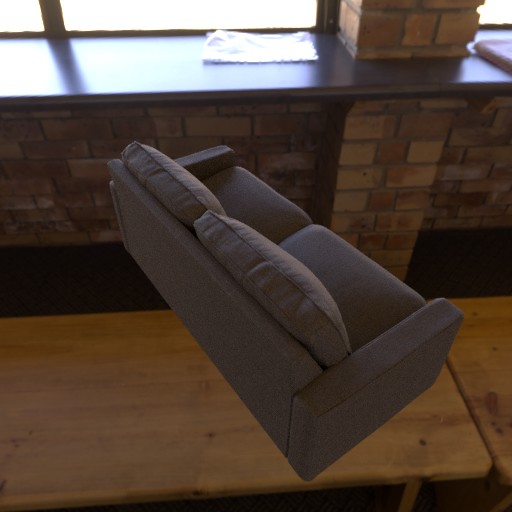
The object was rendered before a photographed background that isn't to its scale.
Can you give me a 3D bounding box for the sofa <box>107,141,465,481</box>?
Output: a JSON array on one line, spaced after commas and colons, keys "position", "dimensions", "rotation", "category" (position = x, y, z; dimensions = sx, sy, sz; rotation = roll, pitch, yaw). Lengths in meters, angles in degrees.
[{"position": [0.000, 0.000, 2.531], "dimensions": [0.940, 0.919, 2.080], "rotation": [-25, 46, -26], "category": "sofa"}]
